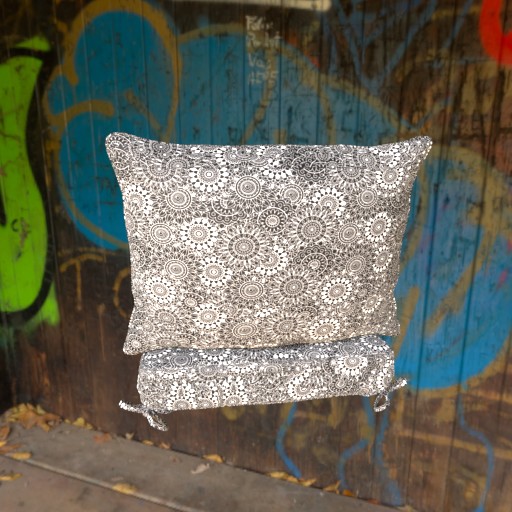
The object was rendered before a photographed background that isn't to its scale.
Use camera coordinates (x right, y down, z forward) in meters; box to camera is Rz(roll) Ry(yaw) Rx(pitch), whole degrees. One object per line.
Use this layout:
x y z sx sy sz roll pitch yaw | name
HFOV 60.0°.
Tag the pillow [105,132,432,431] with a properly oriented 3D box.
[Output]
0.000 0.000 1.375 0.798 0.722 0.740 -2 14 -8 | pillow
